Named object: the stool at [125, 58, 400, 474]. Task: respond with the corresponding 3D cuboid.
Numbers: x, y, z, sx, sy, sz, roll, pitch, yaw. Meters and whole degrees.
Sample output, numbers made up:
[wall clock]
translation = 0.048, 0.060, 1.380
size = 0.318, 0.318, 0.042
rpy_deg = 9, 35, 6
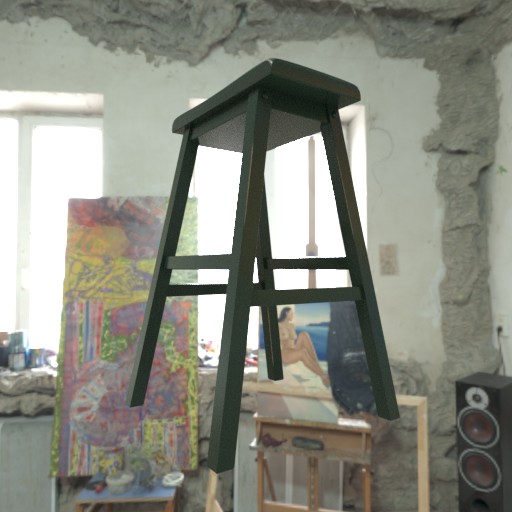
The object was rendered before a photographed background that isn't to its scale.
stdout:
[stool]
translation = 0.000, 0.000, 1.063
size = 0.476, 0.737, 0.457
rpy_deg = 1, -2, -35
